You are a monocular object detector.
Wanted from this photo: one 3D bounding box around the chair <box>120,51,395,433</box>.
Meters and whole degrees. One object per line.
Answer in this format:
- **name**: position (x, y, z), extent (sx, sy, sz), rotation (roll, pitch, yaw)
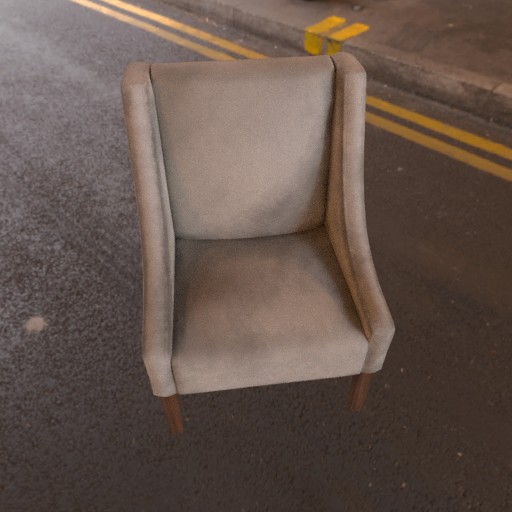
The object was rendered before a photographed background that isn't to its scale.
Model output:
- **chair**: position (0.000, 0.000, 1.266), extent (0.629, 0.895, 0.629), rotation (-5, 45, -5)
